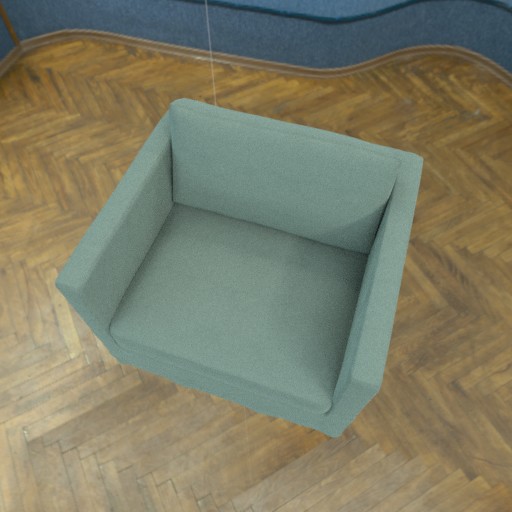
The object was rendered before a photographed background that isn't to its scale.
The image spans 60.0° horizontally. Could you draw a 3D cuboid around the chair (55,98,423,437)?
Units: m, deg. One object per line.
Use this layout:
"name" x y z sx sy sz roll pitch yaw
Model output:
"chair" 0.000 0.000 1.737 1.057 0.863 0.949 16 60 10
